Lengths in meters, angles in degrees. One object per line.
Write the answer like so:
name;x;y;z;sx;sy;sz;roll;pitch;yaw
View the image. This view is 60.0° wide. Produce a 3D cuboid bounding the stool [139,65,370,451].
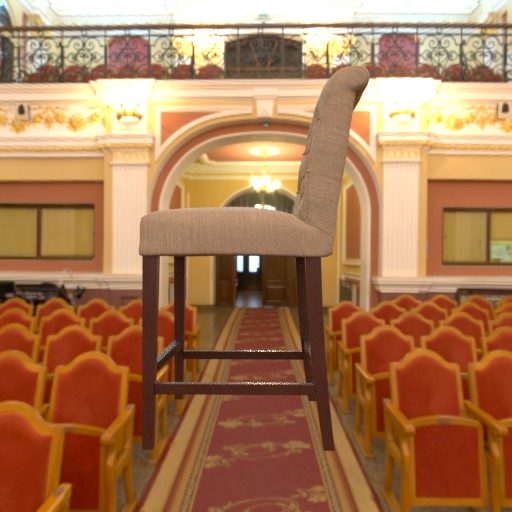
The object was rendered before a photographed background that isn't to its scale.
stool;0.000;0.000;1.464;0.660;1.084;0.486;0;0;1
